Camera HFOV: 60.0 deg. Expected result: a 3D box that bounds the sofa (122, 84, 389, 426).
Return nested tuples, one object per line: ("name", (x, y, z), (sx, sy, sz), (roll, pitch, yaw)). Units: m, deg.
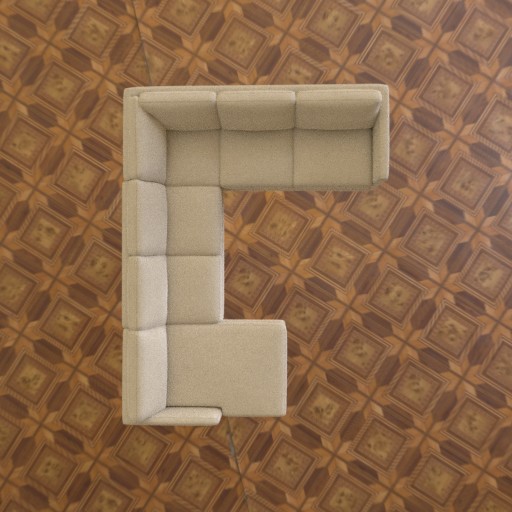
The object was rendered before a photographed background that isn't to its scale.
("sofa", (0.000, 0.000, 4.436), (2.551, 0.853, 3.238), (0, 90, 2))
